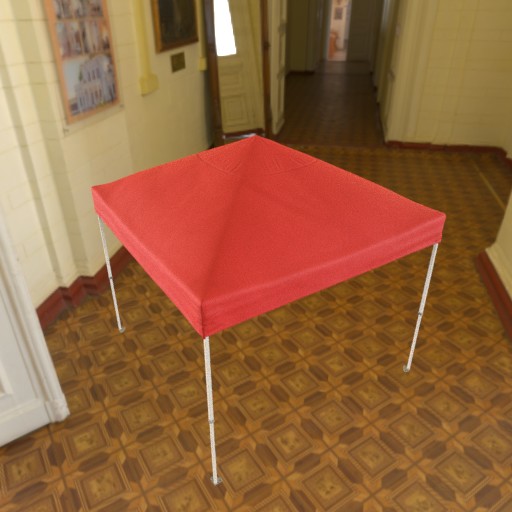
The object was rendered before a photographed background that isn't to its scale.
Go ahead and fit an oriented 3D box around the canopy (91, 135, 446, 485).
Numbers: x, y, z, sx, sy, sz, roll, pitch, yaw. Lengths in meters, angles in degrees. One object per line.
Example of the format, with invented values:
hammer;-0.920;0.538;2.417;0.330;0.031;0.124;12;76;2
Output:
canopy;0.000;0.000;5.519;2.996;2.997;2.998;-18;34;-29
